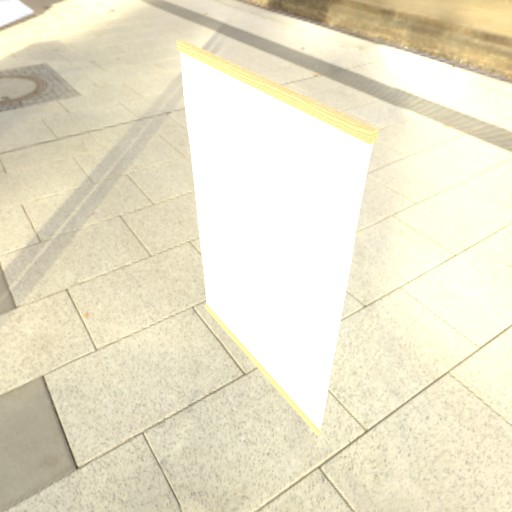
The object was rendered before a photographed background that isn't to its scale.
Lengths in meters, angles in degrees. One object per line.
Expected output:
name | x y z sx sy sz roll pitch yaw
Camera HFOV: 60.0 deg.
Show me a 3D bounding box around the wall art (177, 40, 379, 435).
wall art | 0.000 0.000 1.918 0.025 1.521 1.011 -26 47 -27
